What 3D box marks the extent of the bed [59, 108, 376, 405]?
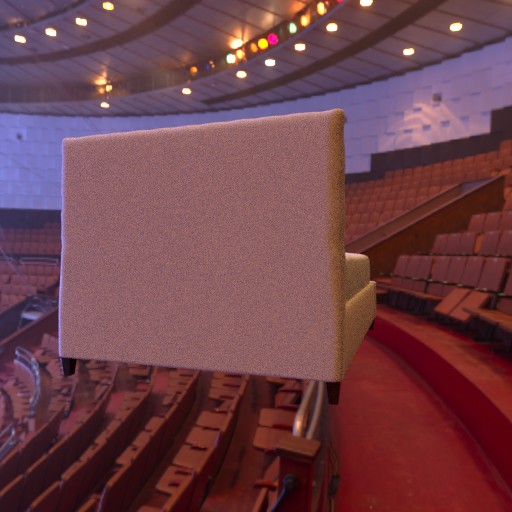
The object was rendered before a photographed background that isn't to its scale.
[{"bbox_3d":[0.000,0.000,3.487,1.698,1.427,2.387,0,0,19],"label":"bed"}]
